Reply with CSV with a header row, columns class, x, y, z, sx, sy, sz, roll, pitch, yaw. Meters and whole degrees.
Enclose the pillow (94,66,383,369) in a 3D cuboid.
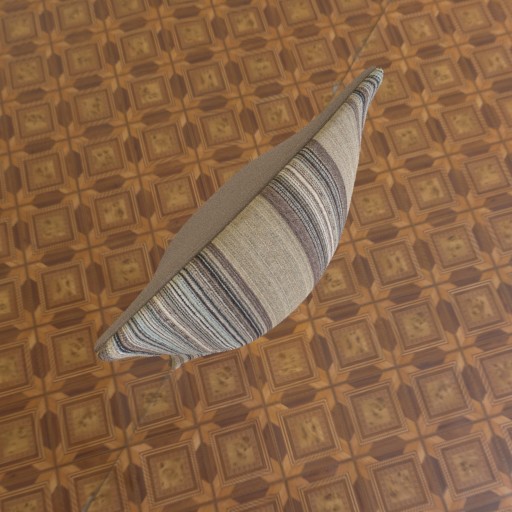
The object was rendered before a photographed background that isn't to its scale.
class,x,y,z,sx,sy,sz,roll,pitch,yaw
pillow,0.000,0.000,0.650,0.189,0.416,0.435,41,78,10
